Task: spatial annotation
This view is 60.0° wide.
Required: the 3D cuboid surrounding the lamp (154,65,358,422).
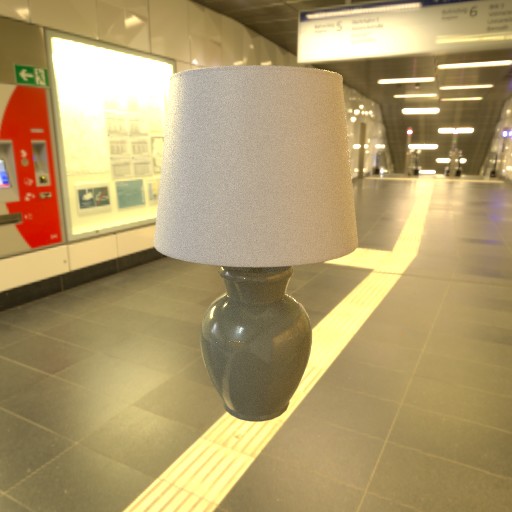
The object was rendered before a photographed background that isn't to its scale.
[{"bbox_3d":[0.000,0.000,0.536,0.239,0.399,0.239,0,14,0],"label":"lamp"}]
